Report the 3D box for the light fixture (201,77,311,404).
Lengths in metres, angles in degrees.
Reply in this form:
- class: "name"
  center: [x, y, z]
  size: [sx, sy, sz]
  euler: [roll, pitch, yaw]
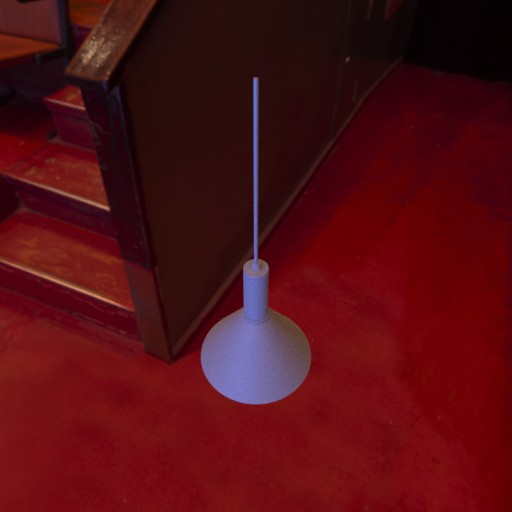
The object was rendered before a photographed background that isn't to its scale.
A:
- class: "light fixture"
  center: [0.000, 0.000, 0.846]
  size: [0.267, 0.683, 0.267]
  euler: [18, 47, 17]
